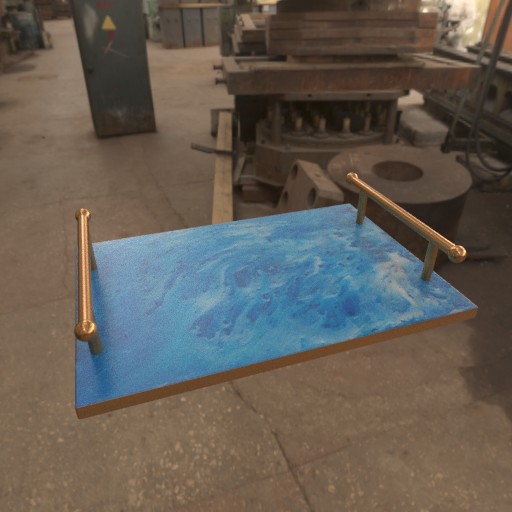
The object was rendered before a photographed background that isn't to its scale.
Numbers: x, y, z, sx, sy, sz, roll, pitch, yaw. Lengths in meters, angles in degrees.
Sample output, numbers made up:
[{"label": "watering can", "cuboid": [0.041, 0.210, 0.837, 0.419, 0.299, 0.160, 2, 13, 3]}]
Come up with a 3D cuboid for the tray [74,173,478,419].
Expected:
[{"label": "tray", "cuboid": [0.000, 0.000, 0.562, 0.444, 0.084, 0.304, -10, 33, -16]}]
